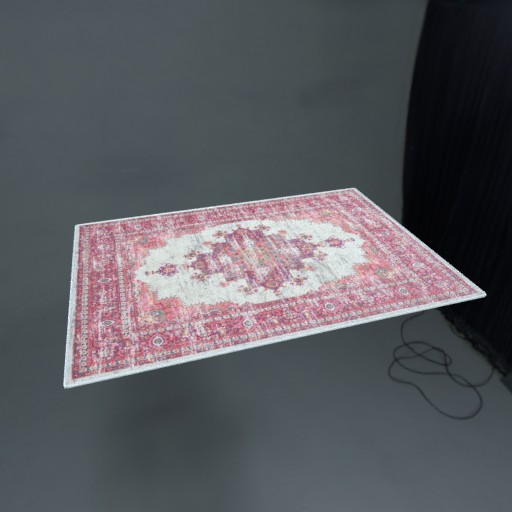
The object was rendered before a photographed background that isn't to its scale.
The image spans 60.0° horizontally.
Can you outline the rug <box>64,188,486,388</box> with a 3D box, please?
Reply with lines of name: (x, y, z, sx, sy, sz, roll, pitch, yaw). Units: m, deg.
rug: (0.000, 0.000, 2.216, 1.747, 0.011, 1.217, -9, 33, -15)
